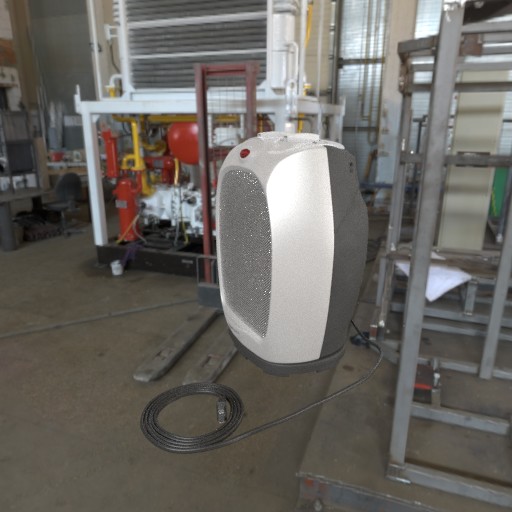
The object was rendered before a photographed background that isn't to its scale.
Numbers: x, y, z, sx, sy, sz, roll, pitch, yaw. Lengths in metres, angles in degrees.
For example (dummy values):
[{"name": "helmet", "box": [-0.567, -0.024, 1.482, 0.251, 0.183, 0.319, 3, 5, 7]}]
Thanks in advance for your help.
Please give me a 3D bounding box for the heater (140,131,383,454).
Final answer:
[{"name": "heater", "box": [0.000, 0.000, 0.478, 0.291, 0.255, 0.239, -8, 19, -24]}]
